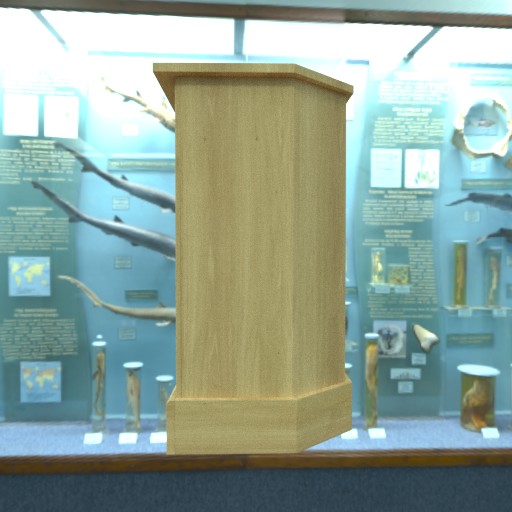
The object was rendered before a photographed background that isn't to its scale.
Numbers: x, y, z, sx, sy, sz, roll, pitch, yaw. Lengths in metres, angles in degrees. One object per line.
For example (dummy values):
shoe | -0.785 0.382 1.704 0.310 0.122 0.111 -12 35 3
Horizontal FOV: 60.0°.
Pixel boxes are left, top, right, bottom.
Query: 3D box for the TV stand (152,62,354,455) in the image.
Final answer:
TV stand | 0.000 0.000 1.307 0.425 0.781 0.851 0 1 -1
